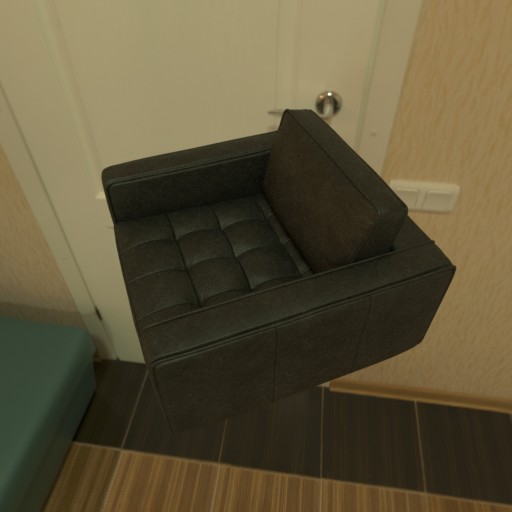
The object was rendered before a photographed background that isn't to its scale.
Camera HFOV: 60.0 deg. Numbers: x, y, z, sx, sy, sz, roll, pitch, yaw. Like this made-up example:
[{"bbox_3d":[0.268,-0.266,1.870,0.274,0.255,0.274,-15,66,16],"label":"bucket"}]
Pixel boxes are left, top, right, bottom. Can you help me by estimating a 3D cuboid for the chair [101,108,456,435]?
[{"bbox_3d":[0.000,0.000,1.573,0.914,0.763,0.889,-16,48,-15],"label":"chair"}]
